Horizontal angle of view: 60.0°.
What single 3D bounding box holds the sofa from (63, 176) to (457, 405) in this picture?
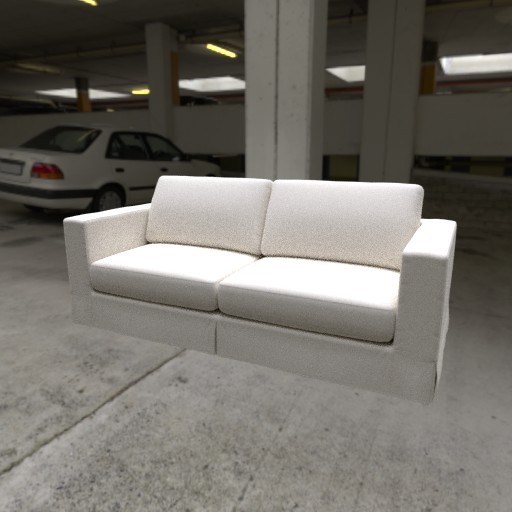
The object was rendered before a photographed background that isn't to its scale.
[{"bbox_3d":[0.000,0.000,2.656,2.163,0.881,0.954,7,15,25],"label":"sofa"}]
